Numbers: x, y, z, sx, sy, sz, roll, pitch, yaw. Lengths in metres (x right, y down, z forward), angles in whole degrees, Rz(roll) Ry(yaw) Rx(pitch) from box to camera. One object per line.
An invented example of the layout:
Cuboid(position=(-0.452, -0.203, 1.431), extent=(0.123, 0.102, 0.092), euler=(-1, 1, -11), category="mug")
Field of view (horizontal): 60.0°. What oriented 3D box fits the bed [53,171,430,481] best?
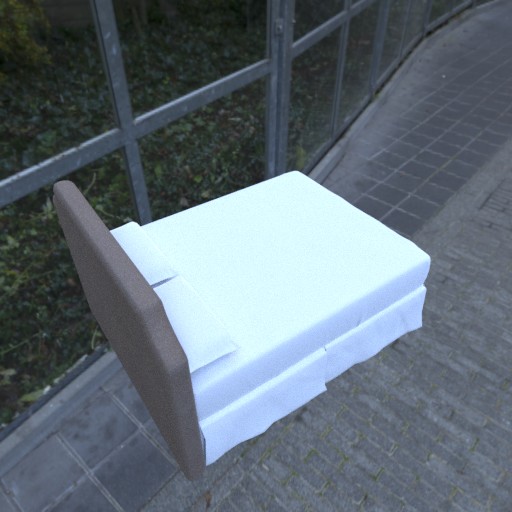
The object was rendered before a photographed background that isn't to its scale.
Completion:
Cuboid(position=(0.000, 0.000, 3.131), extent=(2.116, 1.290, 1.693), euler=(-24, 46, -26), category="bed")
